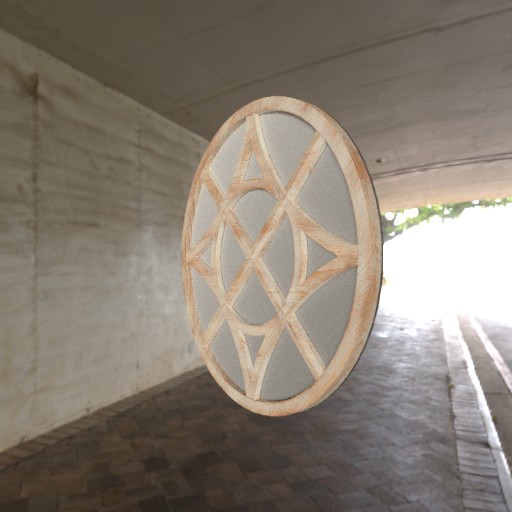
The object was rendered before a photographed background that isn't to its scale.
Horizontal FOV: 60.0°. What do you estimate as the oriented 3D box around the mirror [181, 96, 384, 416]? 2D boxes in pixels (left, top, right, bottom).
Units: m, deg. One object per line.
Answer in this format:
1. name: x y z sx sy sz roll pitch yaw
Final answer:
1. mirror: 0.000 0.000 1.036 0.038 0.710 0.710 1 -1 -35
